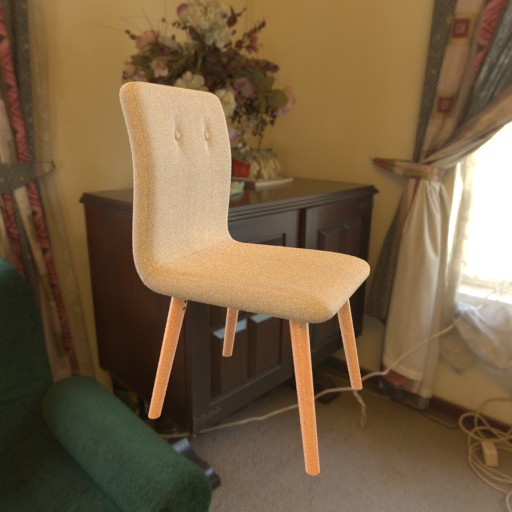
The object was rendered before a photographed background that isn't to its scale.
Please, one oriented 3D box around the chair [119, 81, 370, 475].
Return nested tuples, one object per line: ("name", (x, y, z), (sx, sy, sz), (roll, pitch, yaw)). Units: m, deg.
("chair", (0.000, 0.000, 1.209), (0.550, 0.885, 0.435), (8, 17, 26))
